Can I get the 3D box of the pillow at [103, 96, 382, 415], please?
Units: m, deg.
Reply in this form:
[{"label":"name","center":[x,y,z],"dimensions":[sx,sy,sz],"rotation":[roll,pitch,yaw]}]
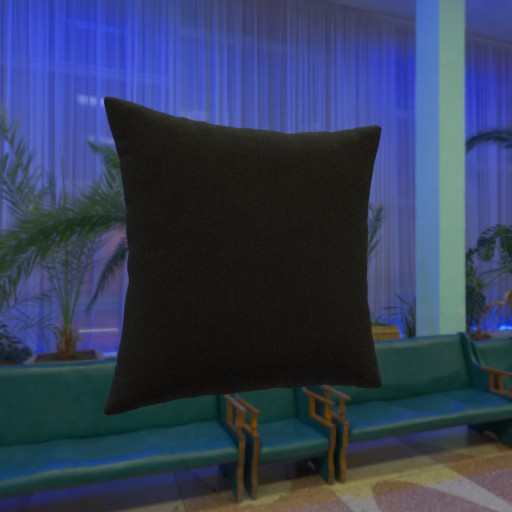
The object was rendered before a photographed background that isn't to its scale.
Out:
[{"label":"pillow","center":[0.000,0.000,0.783],"dimensions":[0.511,0.509,0.161],"rotation":[0,-1,-18]}]
